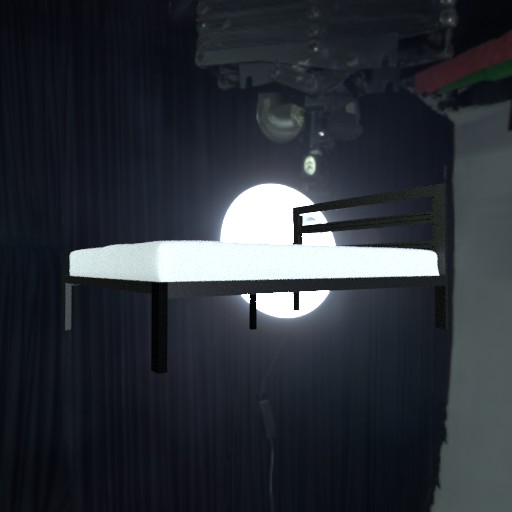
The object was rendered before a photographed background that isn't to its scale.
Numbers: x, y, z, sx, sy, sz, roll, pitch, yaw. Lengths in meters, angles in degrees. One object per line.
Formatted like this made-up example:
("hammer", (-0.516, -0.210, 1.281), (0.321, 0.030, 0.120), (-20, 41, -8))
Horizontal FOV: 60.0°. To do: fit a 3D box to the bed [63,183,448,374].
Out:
("bed", (0.000, 0.000, 2.950), (2.062, 0.967, 1.524), (1, -2, -36))
